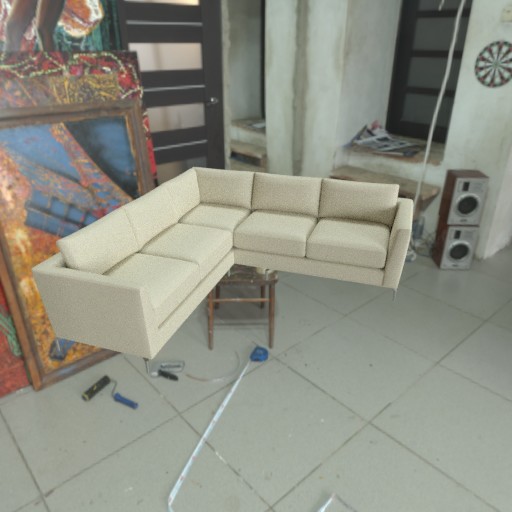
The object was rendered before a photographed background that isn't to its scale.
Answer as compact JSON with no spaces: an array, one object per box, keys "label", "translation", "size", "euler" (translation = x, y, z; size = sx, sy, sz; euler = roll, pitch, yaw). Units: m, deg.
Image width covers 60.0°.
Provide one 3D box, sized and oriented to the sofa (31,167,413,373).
[{"label":"sofa","translation":[0.000,0.000,3.779],"size":[2.448,0.867,2.430],"euler":[8,27,17]}]
